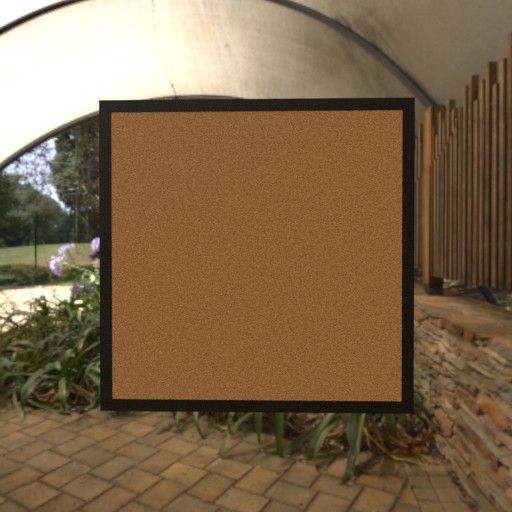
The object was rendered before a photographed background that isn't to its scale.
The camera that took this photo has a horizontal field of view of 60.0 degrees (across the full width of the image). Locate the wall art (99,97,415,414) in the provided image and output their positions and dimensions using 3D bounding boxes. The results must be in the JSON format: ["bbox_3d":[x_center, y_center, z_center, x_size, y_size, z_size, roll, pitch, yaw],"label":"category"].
[{"bbox_3d":[0.000,0.000,0.448,0.305,0.304,0.038,0,1,1],"label":"wall art"}]
